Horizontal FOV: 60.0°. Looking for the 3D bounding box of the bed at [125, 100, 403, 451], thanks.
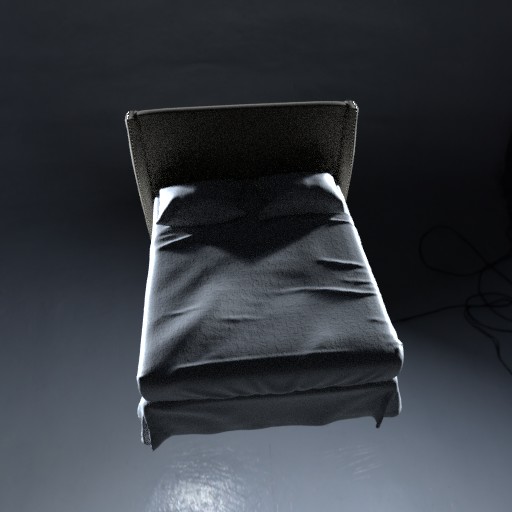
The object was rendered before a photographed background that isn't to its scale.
[{"bbox_3d":[0.000,0.000,3.365,1.925,1.332,2.276,-4,46,-4],"label":"bed"}]
